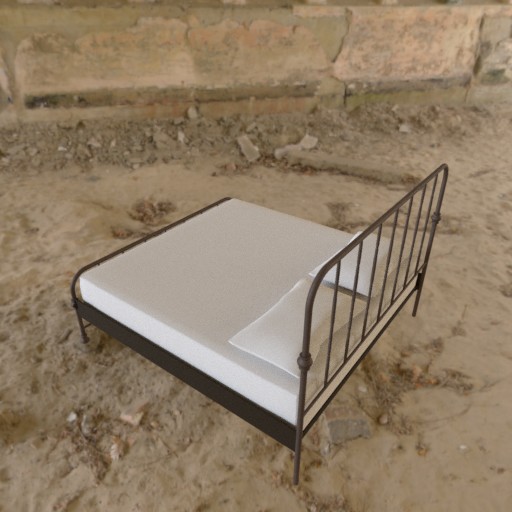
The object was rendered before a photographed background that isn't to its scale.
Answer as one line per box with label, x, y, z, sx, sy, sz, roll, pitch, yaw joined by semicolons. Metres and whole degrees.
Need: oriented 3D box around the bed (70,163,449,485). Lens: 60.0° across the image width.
bed;0.000;0.000;3.453;2.134;1.446;2.044;21;37;31
